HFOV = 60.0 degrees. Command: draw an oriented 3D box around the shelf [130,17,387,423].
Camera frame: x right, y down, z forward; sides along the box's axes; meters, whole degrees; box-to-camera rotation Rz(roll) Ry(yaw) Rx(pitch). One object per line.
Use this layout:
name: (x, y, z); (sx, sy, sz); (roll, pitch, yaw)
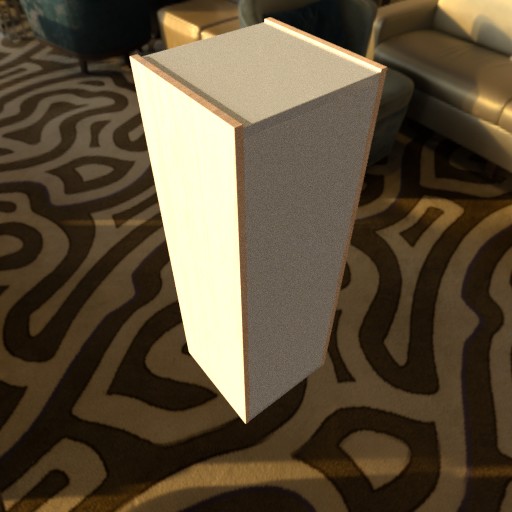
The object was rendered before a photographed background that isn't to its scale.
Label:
shelf: (0.000, 0.000, 1.036); (0.300, 0.900, 0.290); (-30, 53, -26)
